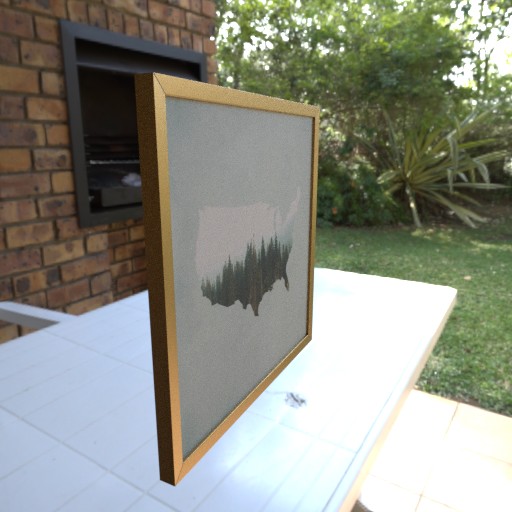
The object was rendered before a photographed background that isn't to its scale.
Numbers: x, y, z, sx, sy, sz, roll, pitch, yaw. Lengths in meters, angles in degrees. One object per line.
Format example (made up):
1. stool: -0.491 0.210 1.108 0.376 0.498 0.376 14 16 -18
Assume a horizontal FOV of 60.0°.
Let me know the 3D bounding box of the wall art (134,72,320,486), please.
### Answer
1. wall art: 0.000 0.000 1.115 0.038 0.762 0.762 7 16 27
